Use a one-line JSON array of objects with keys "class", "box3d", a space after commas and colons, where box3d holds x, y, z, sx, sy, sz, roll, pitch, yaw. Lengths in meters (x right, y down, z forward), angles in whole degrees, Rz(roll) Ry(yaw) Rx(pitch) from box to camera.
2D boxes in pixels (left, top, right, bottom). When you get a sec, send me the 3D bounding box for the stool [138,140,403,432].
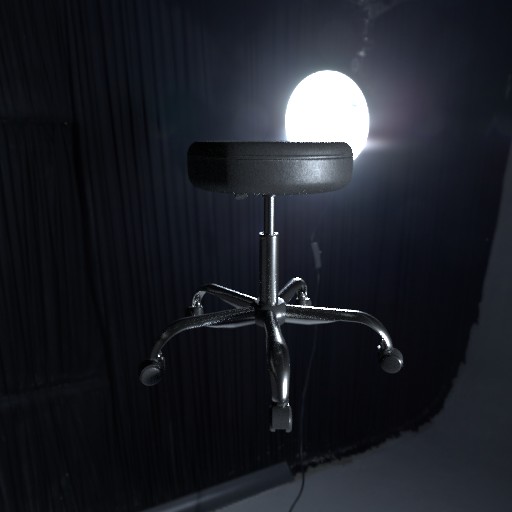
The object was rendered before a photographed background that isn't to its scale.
[{"class": "stool", "box3d": [0.000, 0.000, 1.147, 0.638, 0.576, 0.673, -7, 17, -25]}]
